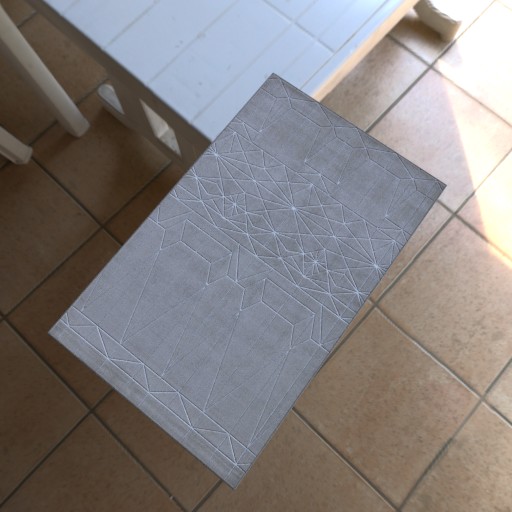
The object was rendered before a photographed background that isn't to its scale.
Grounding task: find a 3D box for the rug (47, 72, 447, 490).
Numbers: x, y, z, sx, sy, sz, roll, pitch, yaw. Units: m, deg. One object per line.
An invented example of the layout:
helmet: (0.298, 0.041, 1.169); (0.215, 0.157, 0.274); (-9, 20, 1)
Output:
rug: (0.000, 0.000, 2.980); (1.524, 0.012, 2.438); (36, 78, 9)
